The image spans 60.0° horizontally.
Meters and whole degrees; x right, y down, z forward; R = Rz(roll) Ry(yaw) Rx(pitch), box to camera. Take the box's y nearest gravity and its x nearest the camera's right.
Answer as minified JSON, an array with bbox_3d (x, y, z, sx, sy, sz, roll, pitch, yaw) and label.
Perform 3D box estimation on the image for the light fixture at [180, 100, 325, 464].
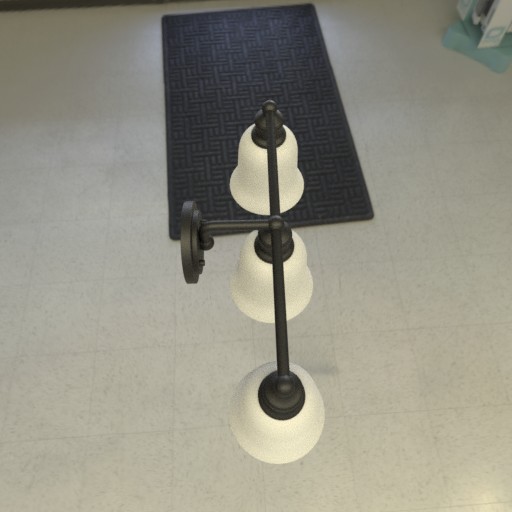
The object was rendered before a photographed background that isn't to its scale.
[{"bbox_3d":[0.000,0.000,0.678,0.198,0.211,0.570,-1,63,-1],"label":"light fixture"}]
